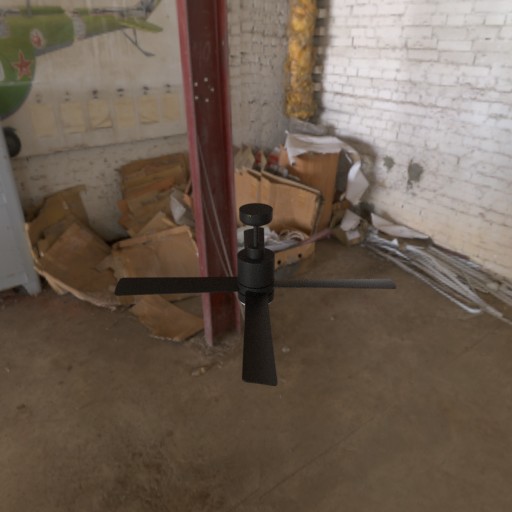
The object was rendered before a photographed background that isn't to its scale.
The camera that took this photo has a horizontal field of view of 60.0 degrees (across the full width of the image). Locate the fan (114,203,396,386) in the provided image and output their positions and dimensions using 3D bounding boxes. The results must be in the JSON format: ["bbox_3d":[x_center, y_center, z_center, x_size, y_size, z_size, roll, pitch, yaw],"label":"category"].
[{"bbox_3d":[0.000,0.000,2.358,1.525,0.534,1.525,0,27,-1],"label":"fan"}]
